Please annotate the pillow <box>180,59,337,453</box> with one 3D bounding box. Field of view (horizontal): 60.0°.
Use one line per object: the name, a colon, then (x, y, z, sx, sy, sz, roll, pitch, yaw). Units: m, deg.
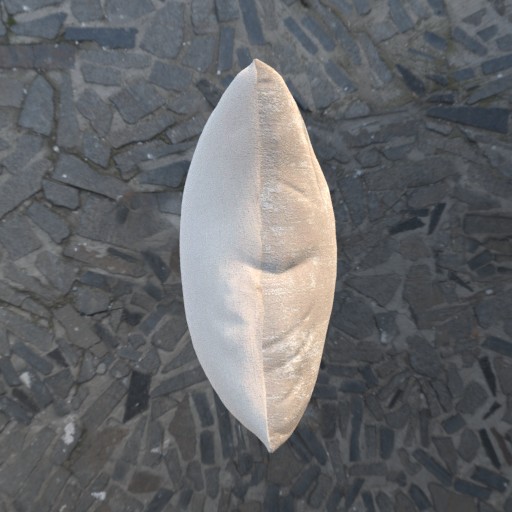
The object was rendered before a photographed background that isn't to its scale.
pillow: (0.000, 0.000, 0.713, 0.245, 0.448, 0.450, 0, 90, 0)
